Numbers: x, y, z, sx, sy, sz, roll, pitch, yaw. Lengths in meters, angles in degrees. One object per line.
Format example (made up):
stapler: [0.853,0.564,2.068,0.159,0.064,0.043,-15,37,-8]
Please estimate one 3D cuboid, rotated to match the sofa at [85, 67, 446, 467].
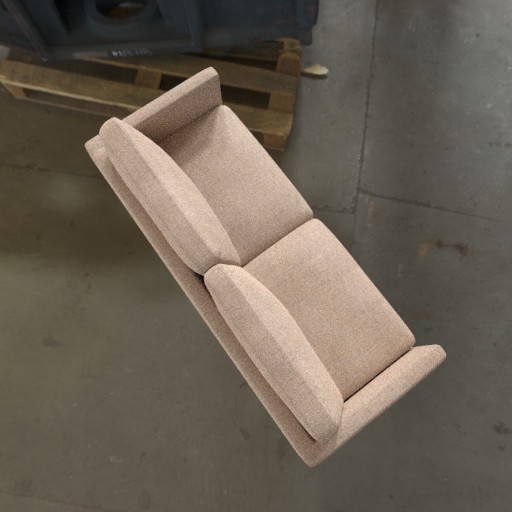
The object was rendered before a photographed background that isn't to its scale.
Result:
sofa: [0.000,0.000,2.720,0.951,0.965,2.208,-35,78,-8]
